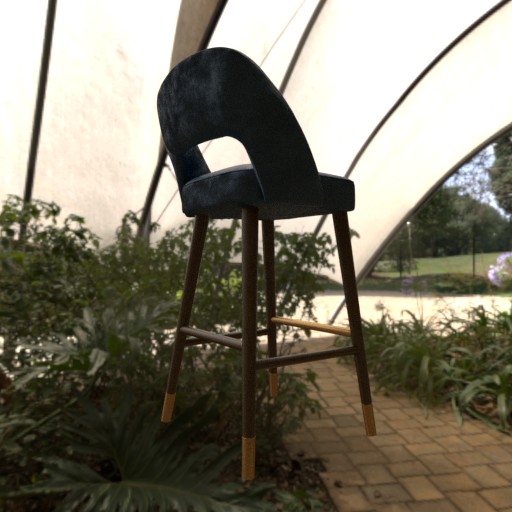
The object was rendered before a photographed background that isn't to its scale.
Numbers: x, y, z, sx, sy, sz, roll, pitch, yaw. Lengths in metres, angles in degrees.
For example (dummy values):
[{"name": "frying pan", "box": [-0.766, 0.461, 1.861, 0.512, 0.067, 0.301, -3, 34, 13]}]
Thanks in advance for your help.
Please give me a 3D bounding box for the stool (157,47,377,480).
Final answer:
[{"name": "stool", "box": [0.000, 0.000, 1.297, 0.515, 1.016, 0.514, 0, -1, -36]}]
